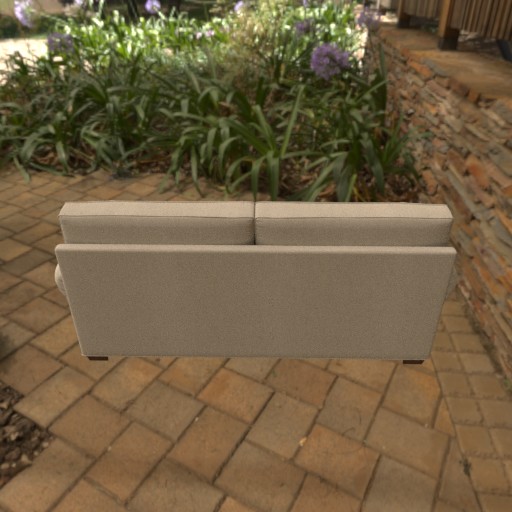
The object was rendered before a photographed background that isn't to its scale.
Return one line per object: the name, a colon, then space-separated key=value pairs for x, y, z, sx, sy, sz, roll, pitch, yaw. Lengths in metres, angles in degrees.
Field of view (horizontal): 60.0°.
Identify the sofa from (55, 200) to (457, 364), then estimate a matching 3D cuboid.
sofa: x=0.000 y=0.000 z=2.710 sx=2.146 sy=0.962 sz=0.901 roll=0 pitch=31 yaw=1
